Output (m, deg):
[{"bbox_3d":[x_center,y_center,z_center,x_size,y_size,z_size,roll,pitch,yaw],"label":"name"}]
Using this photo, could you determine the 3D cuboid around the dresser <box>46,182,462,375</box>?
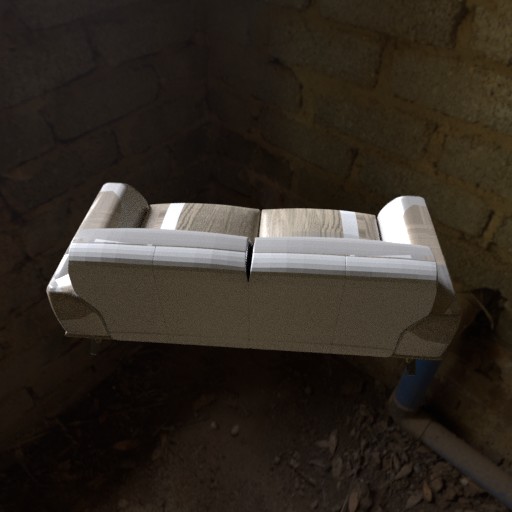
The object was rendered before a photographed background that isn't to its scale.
[{"bbox_3d":[0.000,0.000,5.859,4.679,1.863,2.251,3,44,3],"label":"dresser"}]
